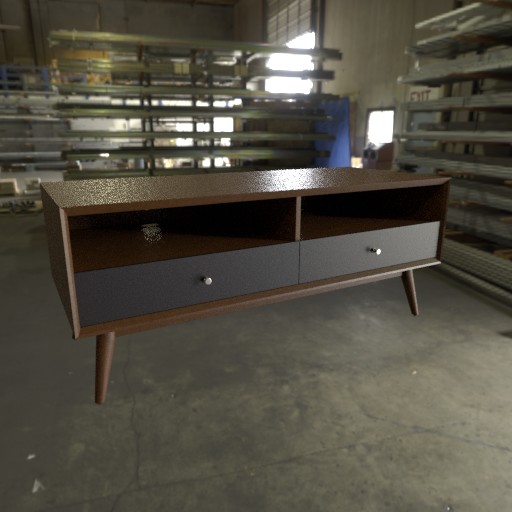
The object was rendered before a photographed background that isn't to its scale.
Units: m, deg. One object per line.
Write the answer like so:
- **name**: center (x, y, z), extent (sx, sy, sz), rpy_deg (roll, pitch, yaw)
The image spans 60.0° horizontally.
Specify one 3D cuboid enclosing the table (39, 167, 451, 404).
- **table**: center (0.000, 0.000, 1.366), extent (1.119, 0.464, 0.490), rpy_deg (-9, 18, -28)
